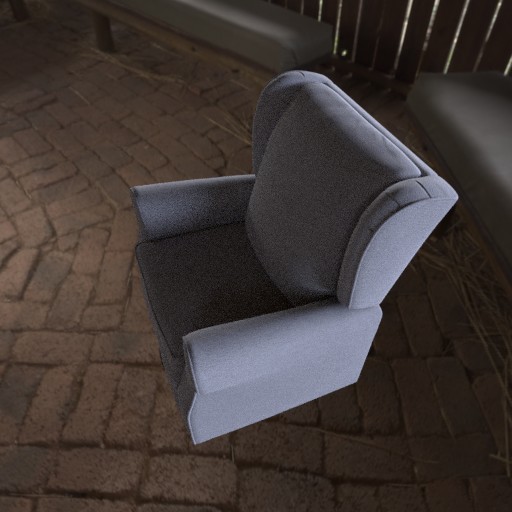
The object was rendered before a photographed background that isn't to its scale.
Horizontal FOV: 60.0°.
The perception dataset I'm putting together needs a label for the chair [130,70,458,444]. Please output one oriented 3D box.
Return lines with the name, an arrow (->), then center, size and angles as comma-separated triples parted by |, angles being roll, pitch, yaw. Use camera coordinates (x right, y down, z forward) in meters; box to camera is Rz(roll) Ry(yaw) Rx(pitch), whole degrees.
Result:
chair -> 0.000, 0.000, 1.621 | 0.854, 0.966, 0.906 | -16, 49, -15
